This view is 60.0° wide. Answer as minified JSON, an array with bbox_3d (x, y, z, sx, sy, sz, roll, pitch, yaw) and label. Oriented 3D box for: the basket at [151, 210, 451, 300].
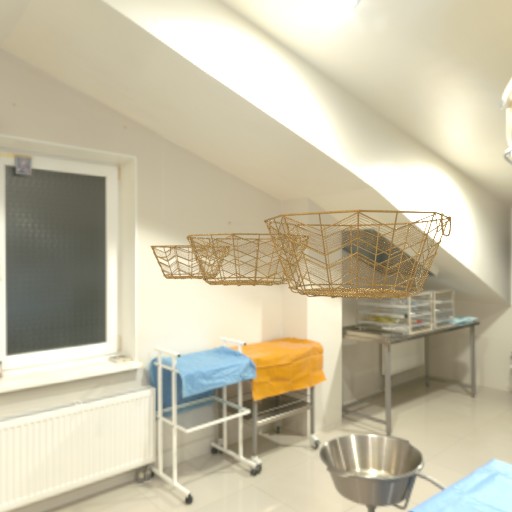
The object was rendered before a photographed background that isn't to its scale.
[{"bbox_3d":[0.000,0.000,1.382,0.432,0.178,1.245,0,0,-35],"label":"basket"}]
